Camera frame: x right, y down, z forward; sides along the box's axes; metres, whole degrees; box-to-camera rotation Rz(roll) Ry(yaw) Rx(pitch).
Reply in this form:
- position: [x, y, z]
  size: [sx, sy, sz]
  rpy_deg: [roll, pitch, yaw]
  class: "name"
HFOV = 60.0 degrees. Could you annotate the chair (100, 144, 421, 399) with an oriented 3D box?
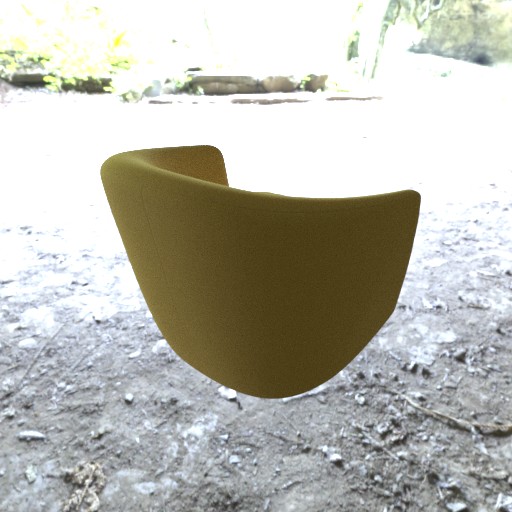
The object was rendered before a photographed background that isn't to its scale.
- position: [0.000, 0.000, 1.343]
  size: [0.773, 0.698, 0.767]
  rpy_deg: [21, 35, 33]
  class: "chair"
